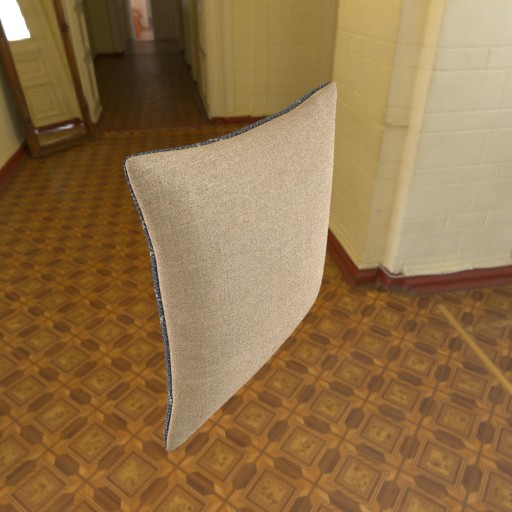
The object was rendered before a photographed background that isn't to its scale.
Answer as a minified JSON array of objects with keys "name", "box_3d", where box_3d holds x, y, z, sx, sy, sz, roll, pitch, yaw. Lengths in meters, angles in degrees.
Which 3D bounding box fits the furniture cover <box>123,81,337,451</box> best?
[{"name":"furniture cover","box_3d":[0.000,0.000,0.775,0.162,0.503,0.511,20,37,29]}]
